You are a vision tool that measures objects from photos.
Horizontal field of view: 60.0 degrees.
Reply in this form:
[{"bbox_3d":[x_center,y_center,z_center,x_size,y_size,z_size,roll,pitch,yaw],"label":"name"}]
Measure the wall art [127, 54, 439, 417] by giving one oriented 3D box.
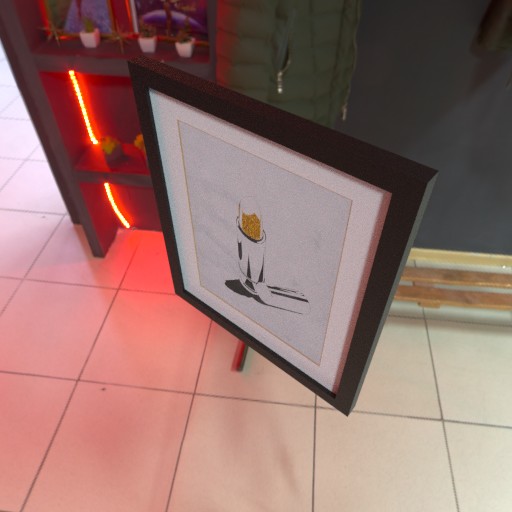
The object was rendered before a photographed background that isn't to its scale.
[{"bbox_3d":[0.000,0.000,0.528,0.330,0.381,0.019,31,53,26],"label":"wall art"}]
